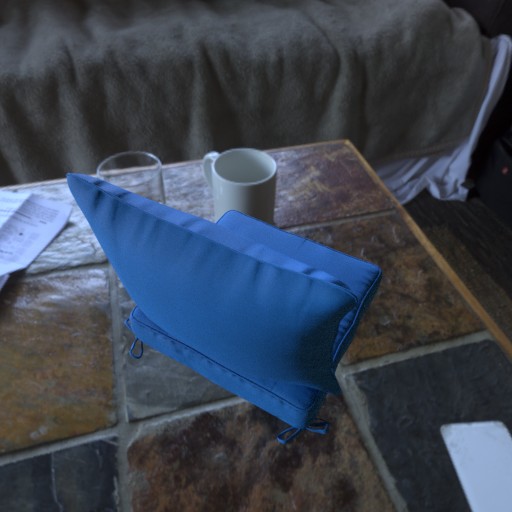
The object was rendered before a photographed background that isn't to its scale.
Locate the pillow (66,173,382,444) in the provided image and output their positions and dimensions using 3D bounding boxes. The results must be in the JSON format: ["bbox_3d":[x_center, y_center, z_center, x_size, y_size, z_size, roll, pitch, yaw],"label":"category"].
[{"bbox_3d":[0.000,0.000,1.385,0.798,0.725,0.733,23,51,20],"label":"pillow"}]
